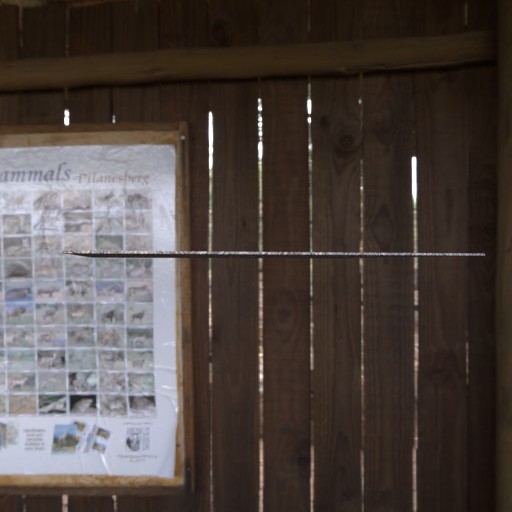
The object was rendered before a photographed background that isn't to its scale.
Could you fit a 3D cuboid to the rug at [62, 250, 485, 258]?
[{"bbox_3d":[0.000,0.000,4.340,3.204,0.017,2.448,0,-1,-16],"label":"rug"}]
